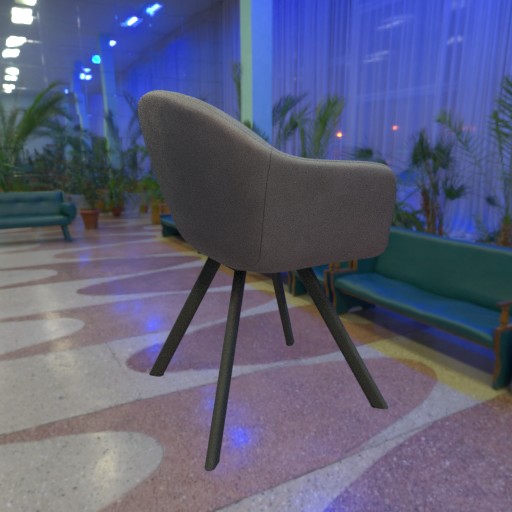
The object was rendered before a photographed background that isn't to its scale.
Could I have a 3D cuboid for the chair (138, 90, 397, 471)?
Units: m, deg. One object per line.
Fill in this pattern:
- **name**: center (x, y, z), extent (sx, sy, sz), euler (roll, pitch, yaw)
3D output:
- **chair**: center (0.000, 0.000, 1.158), extent (0.544, 0.781, 0.567), euler (-7, 15, -27)
